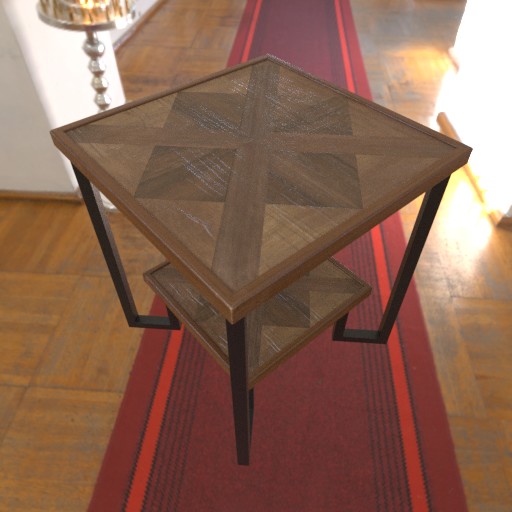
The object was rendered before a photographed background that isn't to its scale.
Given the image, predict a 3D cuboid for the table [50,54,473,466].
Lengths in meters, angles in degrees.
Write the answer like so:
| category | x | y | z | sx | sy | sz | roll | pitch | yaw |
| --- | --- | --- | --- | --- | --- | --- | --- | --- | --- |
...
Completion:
| category | x | y | z | sx | sy | sz | roll | pitch | yaw |
| --- | --- | --- | --- | --- | --- | --- | --- | --- | --- |
| table | 0.000 | 0.000 | 0.941 | 0.503 | 0.563 | 0.503 | -32 | 54 | -27 |
